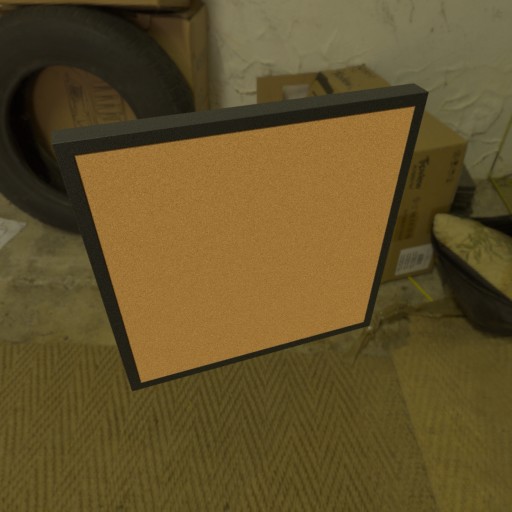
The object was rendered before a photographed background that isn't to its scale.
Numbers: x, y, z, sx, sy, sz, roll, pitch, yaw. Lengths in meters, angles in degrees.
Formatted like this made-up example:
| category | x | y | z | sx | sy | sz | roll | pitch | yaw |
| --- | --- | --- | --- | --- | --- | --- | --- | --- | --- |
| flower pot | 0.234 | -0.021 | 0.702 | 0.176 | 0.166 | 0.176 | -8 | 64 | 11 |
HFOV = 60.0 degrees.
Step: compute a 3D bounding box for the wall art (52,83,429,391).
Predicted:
| category | x | y | z | sx | sy | sz | roll | pitch | yaw |
| --- | --- | --- | --- | --- | --- | --- | --- | --- | --- |
| wall art | 0.000 | 0.000 | 0.746 | 0.506 | 0.506 | 0.037 | -12 | 42 | -14 |
